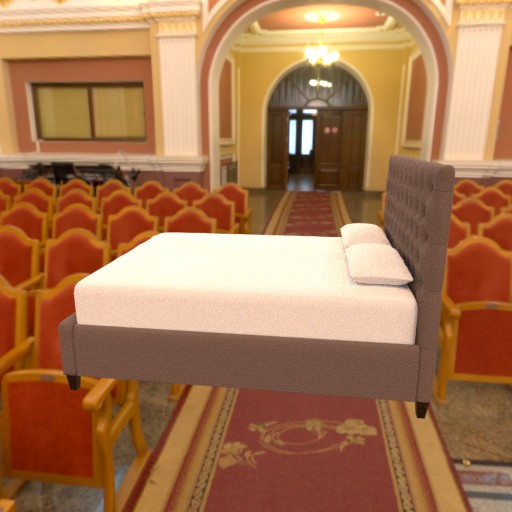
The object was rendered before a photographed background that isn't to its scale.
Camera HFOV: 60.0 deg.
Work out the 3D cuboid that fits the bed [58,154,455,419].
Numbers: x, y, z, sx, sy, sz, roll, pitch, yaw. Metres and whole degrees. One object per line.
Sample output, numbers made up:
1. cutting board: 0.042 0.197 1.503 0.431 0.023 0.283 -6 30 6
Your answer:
1. bed: 0.000 0.000 3.283 2.233 1.426 1.696 2 15 8
